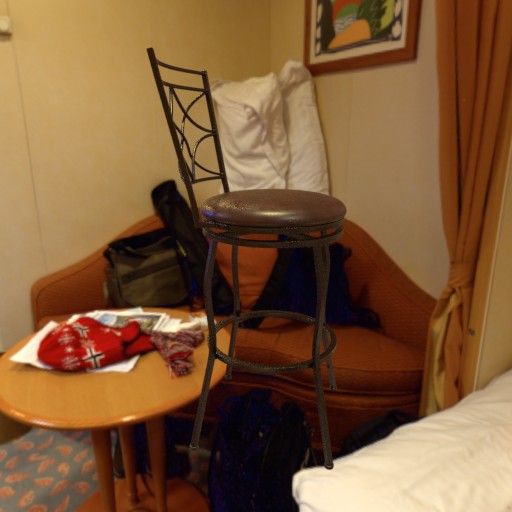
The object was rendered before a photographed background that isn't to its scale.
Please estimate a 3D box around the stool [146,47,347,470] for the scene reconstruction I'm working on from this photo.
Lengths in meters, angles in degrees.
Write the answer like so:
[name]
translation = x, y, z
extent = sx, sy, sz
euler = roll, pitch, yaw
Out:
[stool]
translation = 0.000, 0.000, 1.359
extent = 0.534, 1.117, 0.434
euler = 3, 16, 11
